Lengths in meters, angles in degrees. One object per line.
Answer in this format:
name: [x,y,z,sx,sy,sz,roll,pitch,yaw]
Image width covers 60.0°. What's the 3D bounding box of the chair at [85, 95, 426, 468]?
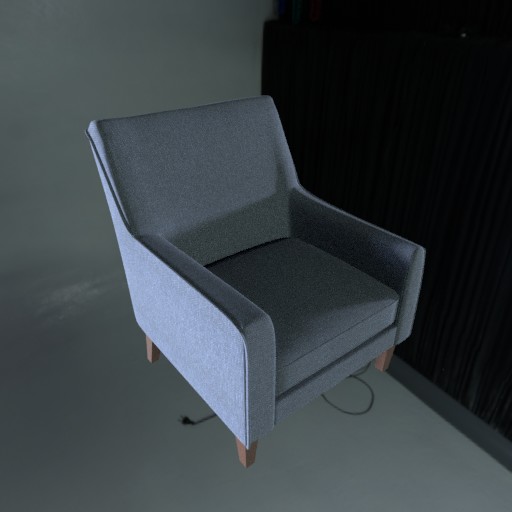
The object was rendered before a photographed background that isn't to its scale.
chair: [0.000,0.000,1.598,0.780,0.919,0.899,-21,36,-32]
